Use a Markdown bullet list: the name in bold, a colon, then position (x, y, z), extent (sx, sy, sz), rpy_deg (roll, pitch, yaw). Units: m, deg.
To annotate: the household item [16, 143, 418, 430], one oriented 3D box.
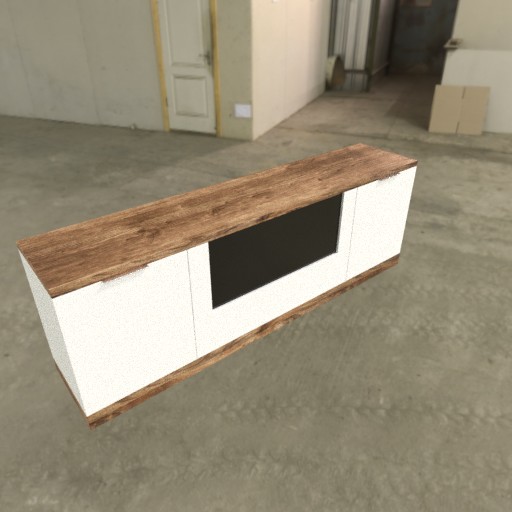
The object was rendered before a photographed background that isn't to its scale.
- **household item**: position (0.000, 0.000, 2.030), extent (1.800, 0.615, 0.390), rpy_deg (-22, 38, -32)
